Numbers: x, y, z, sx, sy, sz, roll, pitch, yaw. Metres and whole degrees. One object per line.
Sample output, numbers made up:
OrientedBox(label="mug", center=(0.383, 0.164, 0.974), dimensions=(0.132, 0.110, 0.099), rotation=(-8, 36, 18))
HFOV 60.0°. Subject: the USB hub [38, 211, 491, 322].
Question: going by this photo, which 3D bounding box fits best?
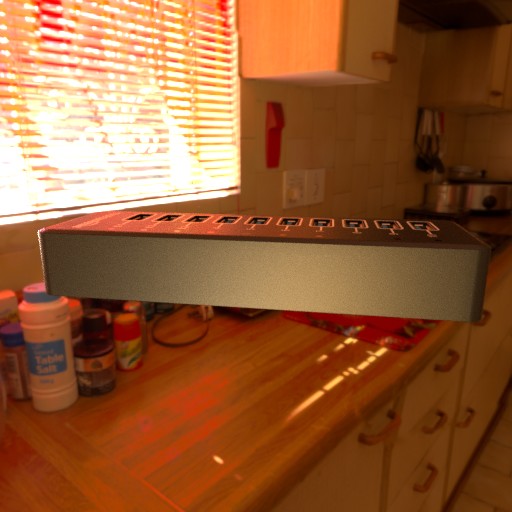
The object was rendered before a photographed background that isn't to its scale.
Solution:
OrientedBox(label="USB hub", center=(0.000, 0.000, 0.160), dimensions=(0.145, 0.023, 0.044), rotation=(3, 15, 9))
